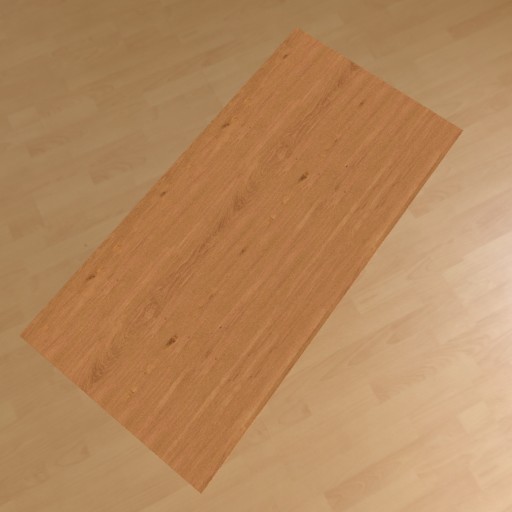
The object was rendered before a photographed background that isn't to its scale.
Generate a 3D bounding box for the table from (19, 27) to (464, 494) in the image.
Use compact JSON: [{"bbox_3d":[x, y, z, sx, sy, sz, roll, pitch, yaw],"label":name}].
[{"bbox_3d":[0.000,0.000,1.122,0.450,0.452,0.899,36,77,9],"label":"table"}]
